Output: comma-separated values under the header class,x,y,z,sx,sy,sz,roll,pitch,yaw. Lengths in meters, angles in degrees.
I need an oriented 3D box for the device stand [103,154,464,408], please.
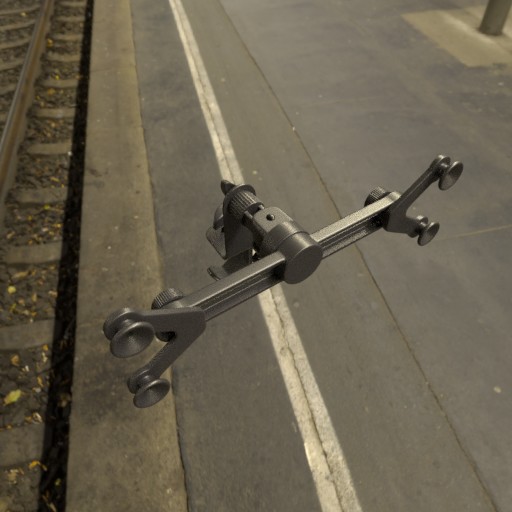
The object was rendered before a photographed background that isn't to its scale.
class,x,y,z,sx,sy,sz,roll,pitch,yaw
device stand,0.000,0.000,0.364,0.270,0.166,0.142,-26,52,-23
